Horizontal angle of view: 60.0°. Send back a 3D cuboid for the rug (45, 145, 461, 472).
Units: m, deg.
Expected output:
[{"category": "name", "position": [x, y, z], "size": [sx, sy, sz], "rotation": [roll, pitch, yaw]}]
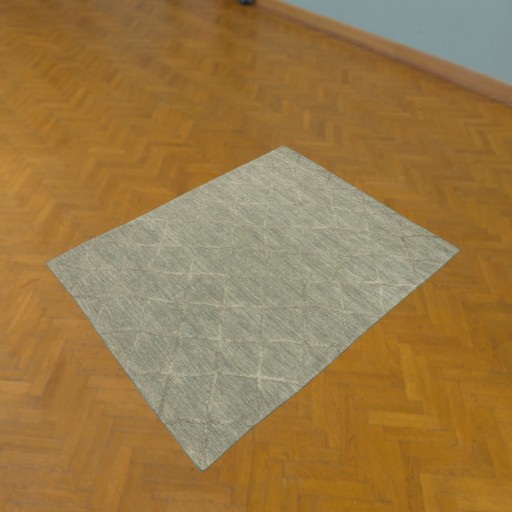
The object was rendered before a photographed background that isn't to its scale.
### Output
[{"category": "rug", "position": [0.000, 0.000, 4.115], "size": [3.048, 0.013, 2.438], "rotation": [-32, 54, -27]}]
